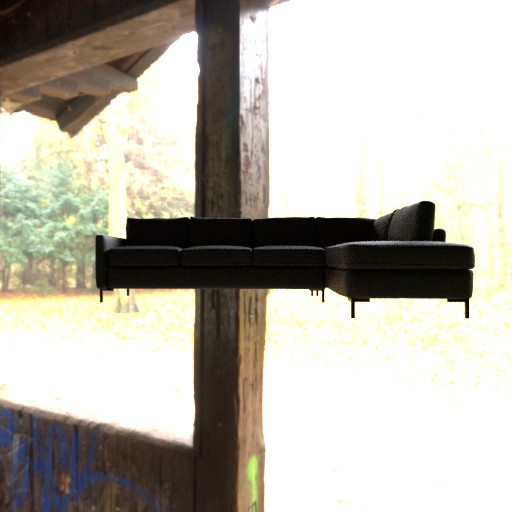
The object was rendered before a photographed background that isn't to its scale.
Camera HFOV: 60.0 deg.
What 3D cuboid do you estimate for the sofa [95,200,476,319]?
[{"bbox_3d":[0.000,0.000,3.912,2.972,0.858,1.984,0,-1,1],"label":"sofa"}]
